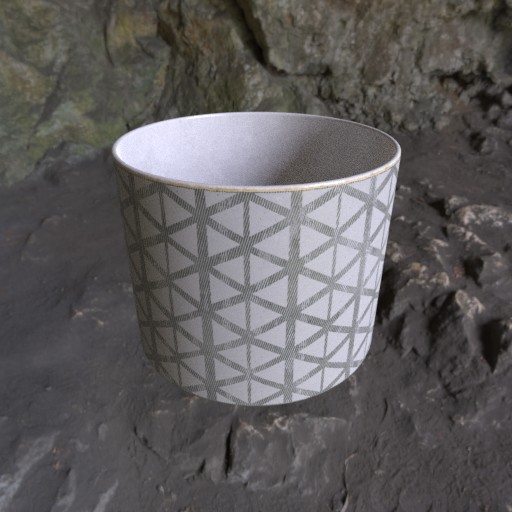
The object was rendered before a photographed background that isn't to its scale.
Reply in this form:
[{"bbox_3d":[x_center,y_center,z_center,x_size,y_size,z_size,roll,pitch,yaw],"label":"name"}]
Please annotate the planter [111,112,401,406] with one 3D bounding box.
[{"bbox_3d":[0.000,0.000,0.345,0.190,0.181,0.190,0,29,0],"label":"planter"}]
